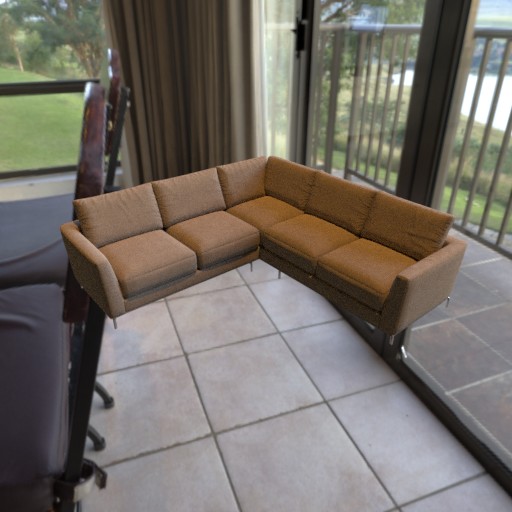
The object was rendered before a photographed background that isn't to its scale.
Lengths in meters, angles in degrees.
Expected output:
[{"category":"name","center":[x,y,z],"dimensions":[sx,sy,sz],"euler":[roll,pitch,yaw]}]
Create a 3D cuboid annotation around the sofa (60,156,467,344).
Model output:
[{"category":"sofa","center":[0.000,0.000,3.736],"dimensions":[2.438,0.864,2.438],"euler":[-22,36,-34]}]
